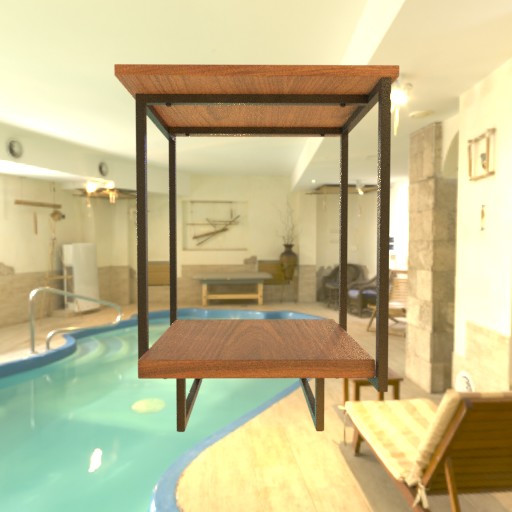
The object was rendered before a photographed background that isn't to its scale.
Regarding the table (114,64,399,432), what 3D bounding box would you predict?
[{"bbox_3d":[0.000,0.000,0.840,0.411,0.567,0.384,0,2,-1],"label":"table"}]
